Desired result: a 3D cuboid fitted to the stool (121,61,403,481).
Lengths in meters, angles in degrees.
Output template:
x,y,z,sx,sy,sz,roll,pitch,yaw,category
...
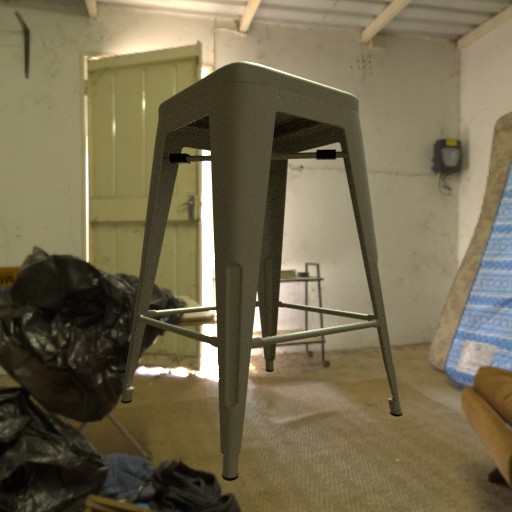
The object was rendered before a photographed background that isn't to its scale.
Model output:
x,y,z,sx,sy,sz,roll,pitch,yaw,category
0.000,0.000,0.880,0.406,0.610,0.406,-1,1,-37,stool
